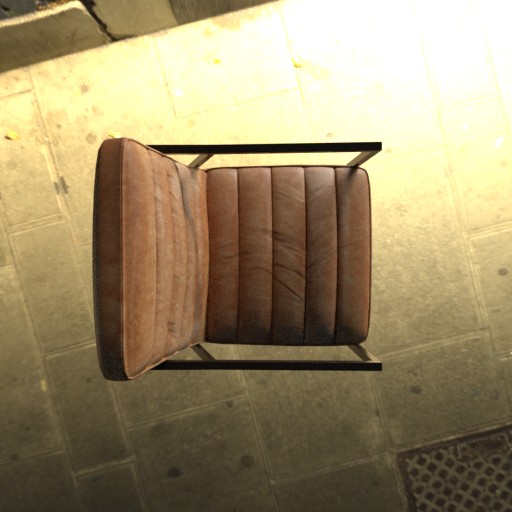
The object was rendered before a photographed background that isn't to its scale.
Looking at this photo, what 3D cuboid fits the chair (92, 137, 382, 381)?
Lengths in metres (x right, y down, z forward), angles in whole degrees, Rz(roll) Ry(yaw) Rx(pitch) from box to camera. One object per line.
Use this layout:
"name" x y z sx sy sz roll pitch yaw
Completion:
"chair" 0.000 0.000 1.284 0.677 0.832 0.571 0 91 -1
